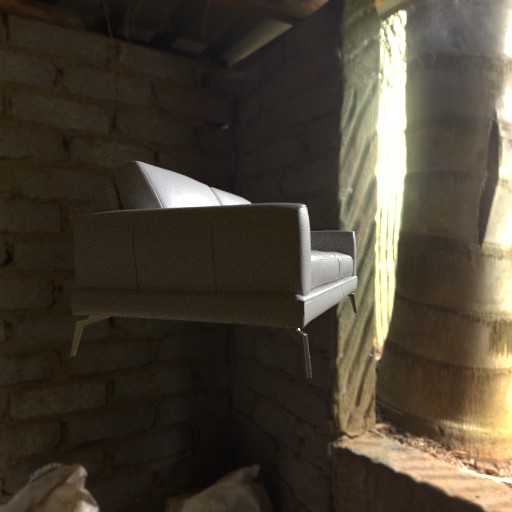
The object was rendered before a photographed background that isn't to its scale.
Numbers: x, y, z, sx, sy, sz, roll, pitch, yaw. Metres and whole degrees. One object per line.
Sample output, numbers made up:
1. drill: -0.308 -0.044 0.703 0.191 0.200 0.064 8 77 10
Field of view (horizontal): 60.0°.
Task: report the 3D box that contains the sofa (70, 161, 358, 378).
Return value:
1. sofa: 0.000 0.000 2.832 1.121 0.930 2.177 0 0 18
